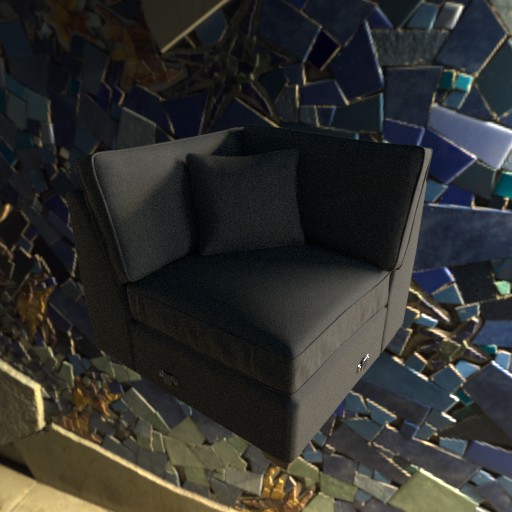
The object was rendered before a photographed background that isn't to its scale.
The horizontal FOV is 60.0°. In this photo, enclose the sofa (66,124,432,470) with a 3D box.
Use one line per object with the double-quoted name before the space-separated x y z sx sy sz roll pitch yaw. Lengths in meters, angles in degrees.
"sofa" 0.000 0.000 1.958 1.146 1.002 1.084 18 31 33
